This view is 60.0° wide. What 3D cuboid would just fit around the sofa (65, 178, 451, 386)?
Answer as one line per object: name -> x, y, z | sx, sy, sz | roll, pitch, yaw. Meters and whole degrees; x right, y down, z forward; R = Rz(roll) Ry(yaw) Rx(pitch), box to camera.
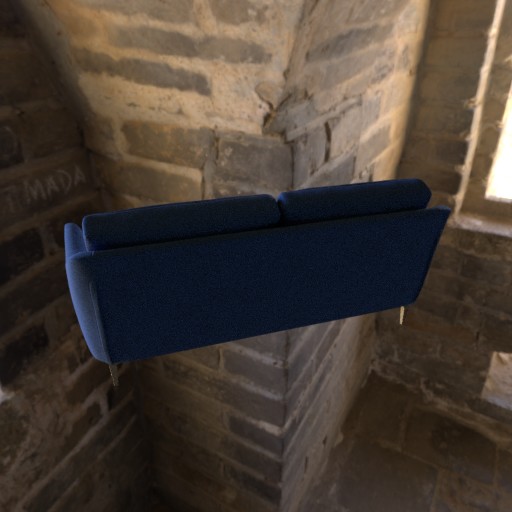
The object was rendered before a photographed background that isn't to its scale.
sofa -> 0.000, 0.000, 2.530 | 2.036, 0.903, 0.960 | -8, 27, -16
